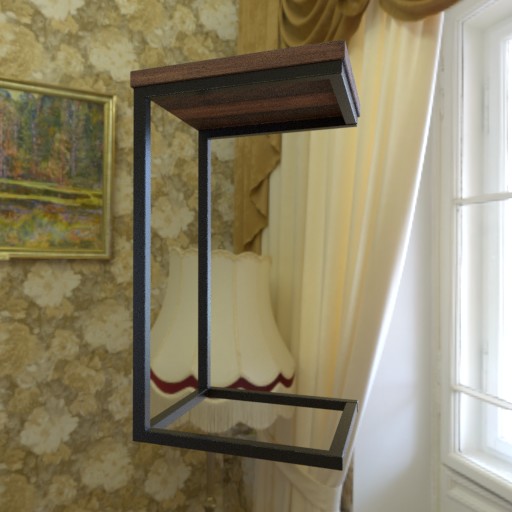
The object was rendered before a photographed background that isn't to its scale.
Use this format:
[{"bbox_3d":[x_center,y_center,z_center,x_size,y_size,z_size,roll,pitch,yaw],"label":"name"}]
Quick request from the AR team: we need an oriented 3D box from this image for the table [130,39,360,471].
[{"bbox_3d":[0.000,0.000,0.950,0.414,0.718,0.323,0,-1,18],"label":"table"}]
